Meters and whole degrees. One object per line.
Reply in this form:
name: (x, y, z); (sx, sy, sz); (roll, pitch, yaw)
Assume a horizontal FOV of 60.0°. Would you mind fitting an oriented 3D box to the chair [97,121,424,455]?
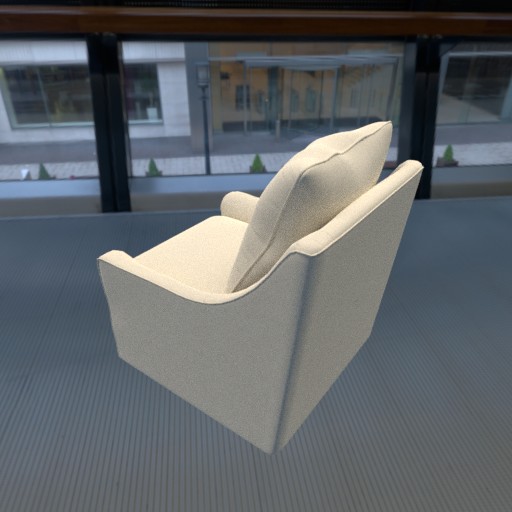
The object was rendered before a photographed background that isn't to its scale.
chair: (0.000, 0.000, 1.617); (0.876, 0.965, 0.756); (21, 37, 31)
